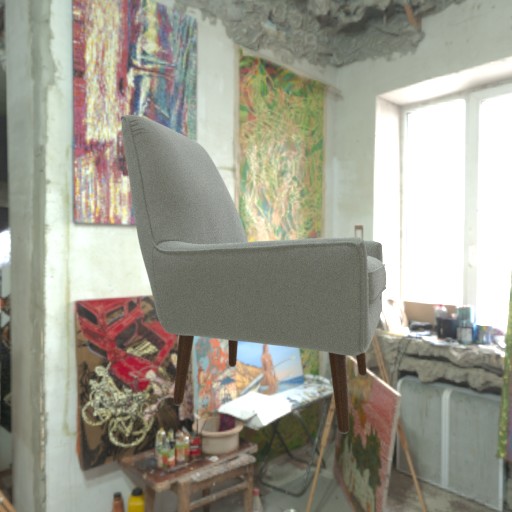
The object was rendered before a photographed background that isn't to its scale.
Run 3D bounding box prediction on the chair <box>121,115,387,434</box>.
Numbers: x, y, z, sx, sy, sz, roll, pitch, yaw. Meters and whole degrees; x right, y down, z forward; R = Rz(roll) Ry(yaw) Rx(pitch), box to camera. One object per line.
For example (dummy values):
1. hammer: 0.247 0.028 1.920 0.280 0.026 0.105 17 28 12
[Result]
1. chair: 0.000 0.000 1.478 0.822 0.888 0.787 0 2 19
